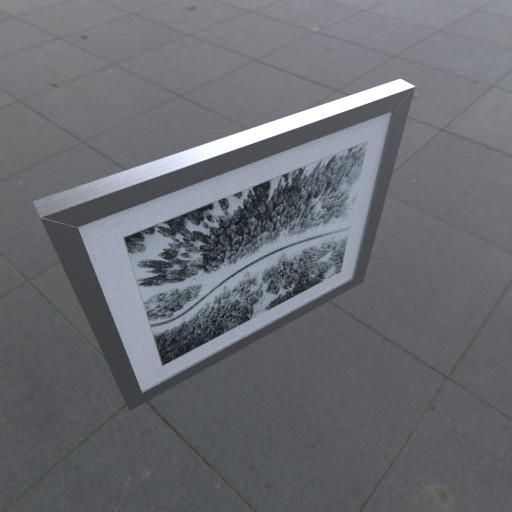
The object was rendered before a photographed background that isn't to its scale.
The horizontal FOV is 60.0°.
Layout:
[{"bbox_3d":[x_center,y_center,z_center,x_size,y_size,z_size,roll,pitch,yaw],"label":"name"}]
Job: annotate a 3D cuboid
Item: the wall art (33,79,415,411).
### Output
[{"bbox_3d":[0.000,0.000,0.741,0.557,0.456,0.032,-25,51,-22],"label":"wall art"}]
